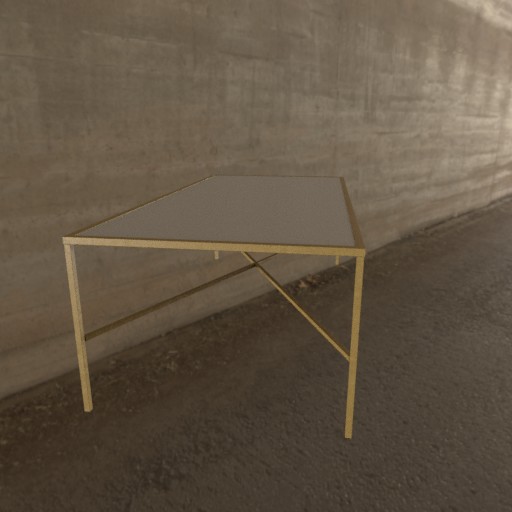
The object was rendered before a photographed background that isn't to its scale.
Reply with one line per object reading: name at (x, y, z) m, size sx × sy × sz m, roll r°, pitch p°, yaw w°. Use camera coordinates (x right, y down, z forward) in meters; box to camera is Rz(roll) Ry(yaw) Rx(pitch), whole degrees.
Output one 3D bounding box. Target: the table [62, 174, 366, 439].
table at (0.000, 0.000, 1.453) m, size 0.580 × 0.398 × 1.206 m, roll 2°, pitch 16°, yaw 9°
